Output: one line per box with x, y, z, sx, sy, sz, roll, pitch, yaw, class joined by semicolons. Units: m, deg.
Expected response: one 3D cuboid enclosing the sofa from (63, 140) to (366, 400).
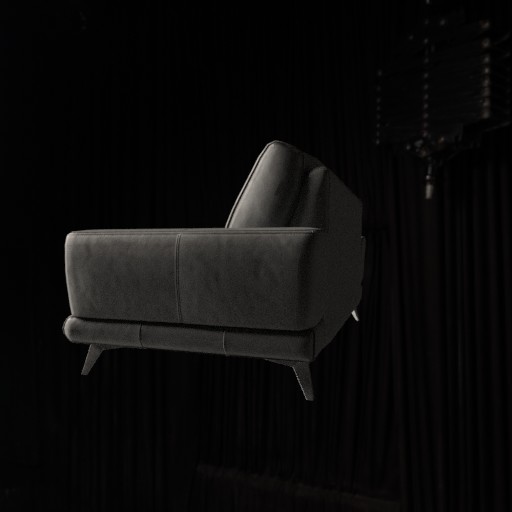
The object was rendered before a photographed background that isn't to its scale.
0.000;0.000;2.378;1.018;0.907;1.806;1;2;18;sofa
